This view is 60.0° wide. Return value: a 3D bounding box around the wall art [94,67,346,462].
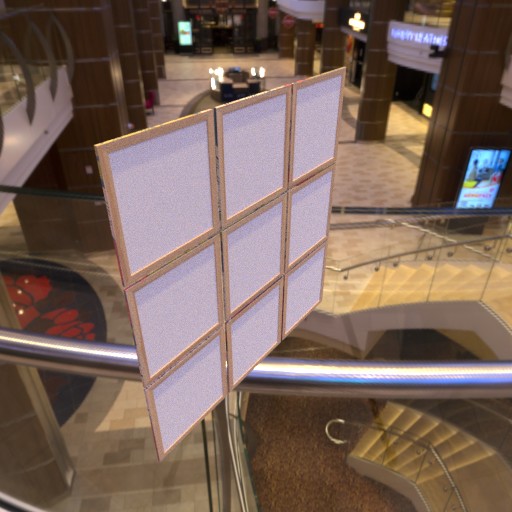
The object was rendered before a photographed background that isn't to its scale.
[{"bbox_3d":[0.000,0.000,2.189,0.013,1.534,1.519,22,39,30],"label":"wall art"}]
